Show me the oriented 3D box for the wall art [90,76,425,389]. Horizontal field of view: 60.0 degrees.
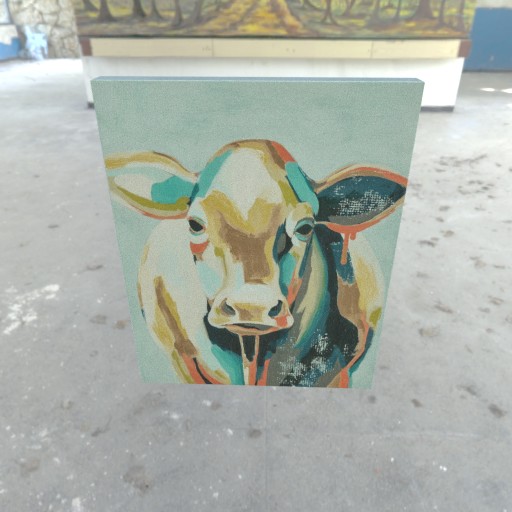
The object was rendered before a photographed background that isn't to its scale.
[{"bbox_3d":[0.000,0.000,0.680,0.409,0.509,0.037,1,29,2],"label":"wall art"}]
